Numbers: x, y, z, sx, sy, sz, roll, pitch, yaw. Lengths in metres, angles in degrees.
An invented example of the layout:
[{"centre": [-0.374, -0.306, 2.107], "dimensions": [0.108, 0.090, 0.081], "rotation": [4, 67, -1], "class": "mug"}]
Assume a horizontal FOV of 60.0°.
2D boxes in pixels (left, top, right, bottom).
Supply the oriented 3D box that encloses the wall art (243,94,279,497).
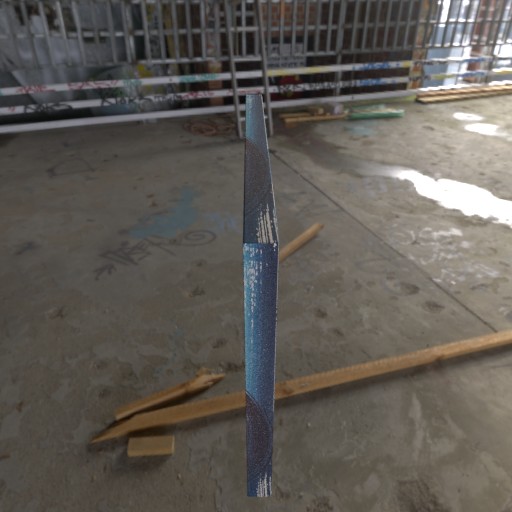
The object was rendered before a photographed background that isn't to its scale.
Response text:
[{"centre": [0.000, 0.000, 0.764], "dimensions": [0.033, 0.406, 0.609], "rotation": [0, 32, -1], "class": "wall art"}]
